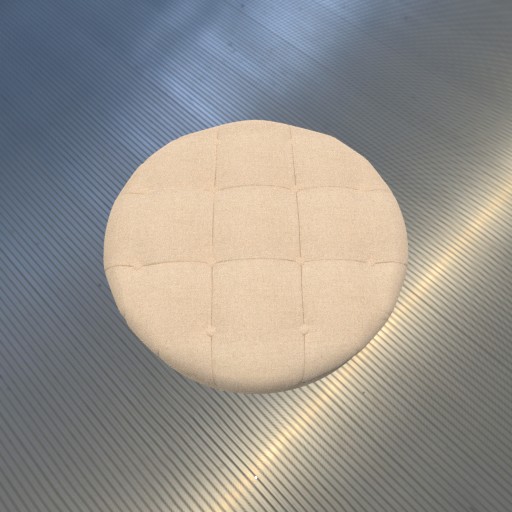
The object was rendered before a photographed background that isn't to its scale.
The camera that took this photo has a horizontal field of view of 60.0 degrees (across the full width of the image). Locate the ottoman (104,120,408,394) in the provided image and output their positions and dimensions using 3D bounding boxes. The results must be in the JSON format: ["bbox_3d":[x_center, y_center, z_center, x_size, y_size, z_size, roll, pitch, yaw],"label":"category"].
[{"bbox_3d":[0.000,0.000,1.518,0.940,0.483,0.940,0,63,0],"label":"ottoman"}]
